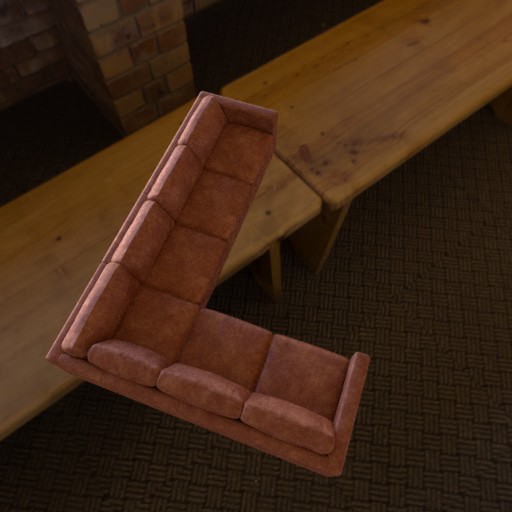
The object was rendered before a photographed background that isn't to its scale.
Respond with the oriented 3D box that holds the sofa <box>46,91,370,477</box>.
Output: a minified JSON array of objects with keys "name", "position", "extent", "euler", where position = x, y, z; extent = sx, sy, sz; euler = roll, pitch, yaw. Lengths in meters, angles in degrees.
[{"name":"sofa","position":[0.000,0.000,4.245],"extent":[2.438,0.838,3.150],"euler":[18,65,9]}]
